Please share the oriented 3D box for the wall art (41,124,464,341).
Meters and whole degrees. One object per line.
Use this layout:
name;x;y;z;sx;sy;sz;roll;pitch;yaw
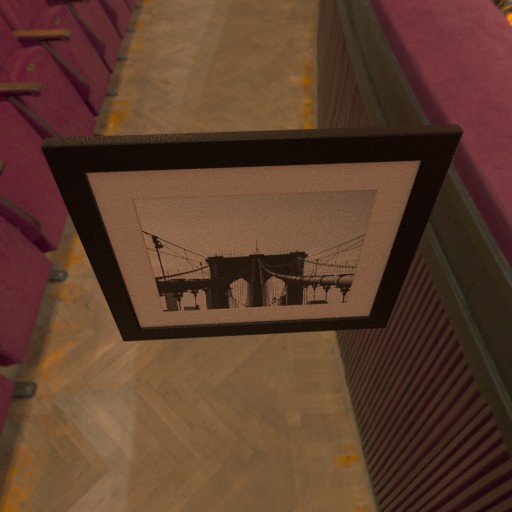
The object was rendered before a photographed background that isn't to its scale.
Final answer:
wall art;0.000;0.000;0.717;0.521;0.450;0.018;-3;48;-2
